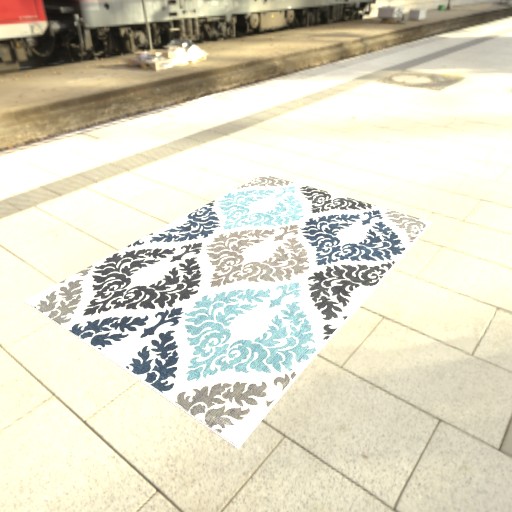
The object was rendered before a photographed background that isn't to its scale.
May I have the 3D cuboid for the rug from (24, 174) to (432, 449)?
[{"bbox_3d":[0.000,0.000,2.840,1.514,0.014,2.275,22,39,30],"label":"rug"}]
